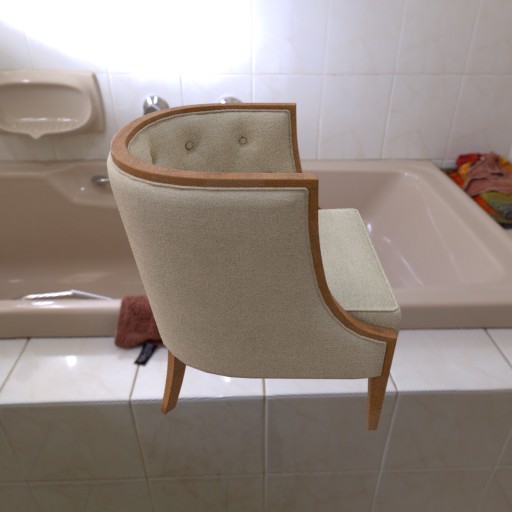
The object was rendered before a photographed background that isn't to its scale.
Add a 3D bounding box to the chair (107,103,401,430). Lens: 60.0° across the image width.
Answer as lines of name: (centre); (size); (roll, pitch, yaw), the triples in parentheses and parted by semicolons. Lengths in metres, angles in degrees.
chair: (0.000, 0.000, 1.380); (0.757, 0.775, 0.711); (0, 31, 1)
